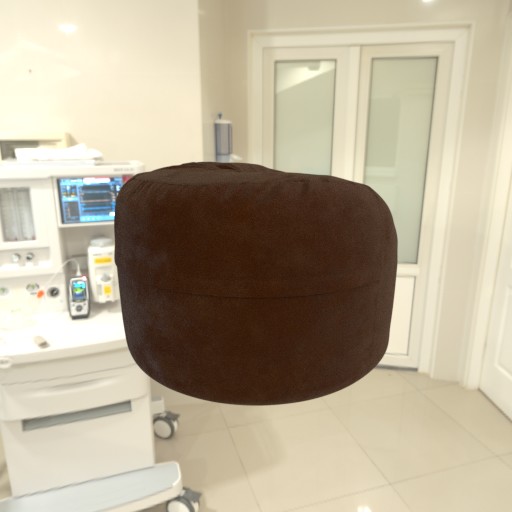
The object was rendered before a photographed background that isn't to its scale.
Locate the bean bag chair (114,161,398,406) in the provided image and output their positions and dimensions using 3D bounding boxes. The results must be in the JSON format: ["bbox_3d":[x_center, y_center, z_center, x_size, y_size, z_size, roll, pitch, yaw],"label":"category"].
[{"bbox_3d":[0.000,0.000,1.505,0.918,0.616,0.918,0,16,0],"label":"bean bag chair"}]
